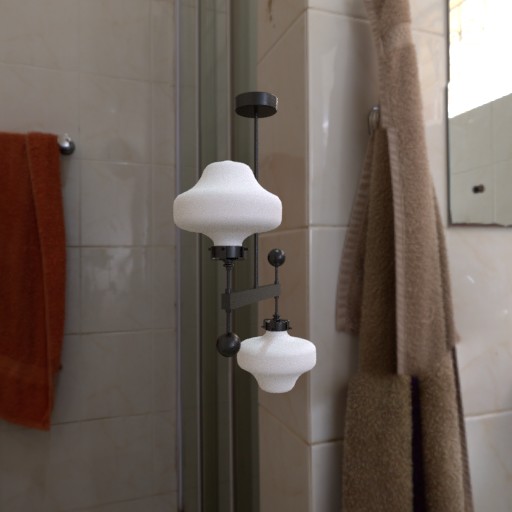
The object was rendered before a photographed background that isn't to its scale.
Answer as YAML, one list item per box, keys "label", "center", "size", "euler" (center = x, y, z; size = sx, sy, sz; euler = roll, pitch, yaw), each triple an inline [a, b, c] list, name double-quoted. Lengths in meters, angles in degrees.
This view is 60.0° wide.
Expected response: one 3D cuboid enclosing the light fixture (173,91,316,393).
- label: "light fixture"
  center: [0.000, 0.000, 1.050]
  size: [0.422, 0.743, 0.489]
  euler: [0, 0, -18]
